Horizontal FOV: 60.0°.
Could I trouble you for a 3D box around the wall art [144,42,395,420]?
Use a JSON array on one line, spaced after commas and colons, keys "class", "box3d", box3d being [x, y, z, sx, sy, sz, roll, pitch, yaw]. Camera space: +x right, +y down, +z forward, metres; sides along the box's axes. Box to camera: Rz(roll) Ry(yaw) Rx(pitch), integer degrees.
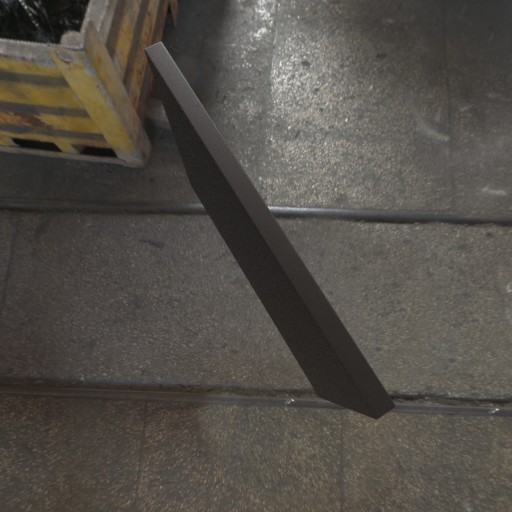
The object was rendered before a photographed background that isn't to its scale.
[{"class": "wall art", "box3d": [0.000, 0.000, 0.767, 0.031, 0.457, 0.558, -30, 77, -8]}]
